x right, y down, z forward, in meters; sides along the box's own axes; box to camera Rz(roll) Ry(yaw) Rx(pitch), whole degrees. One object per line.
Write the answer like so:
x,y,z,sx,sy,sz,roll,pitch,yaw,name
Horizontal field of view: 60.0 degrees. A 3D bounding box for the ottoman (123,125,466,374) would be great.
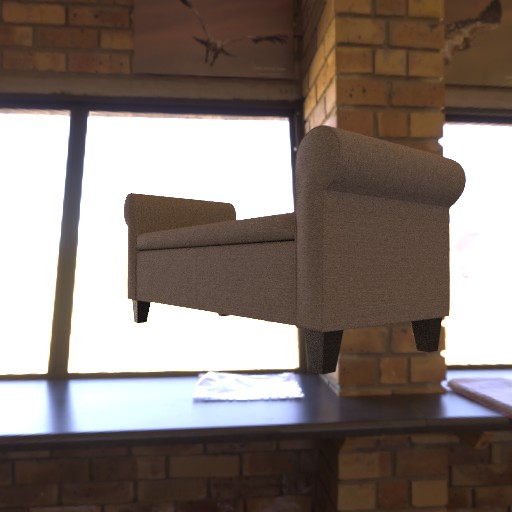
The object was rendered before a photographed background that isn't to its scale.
0.000,0.000,1.560,0.521,0.547,1.256,1,-1,-37,ottoman
